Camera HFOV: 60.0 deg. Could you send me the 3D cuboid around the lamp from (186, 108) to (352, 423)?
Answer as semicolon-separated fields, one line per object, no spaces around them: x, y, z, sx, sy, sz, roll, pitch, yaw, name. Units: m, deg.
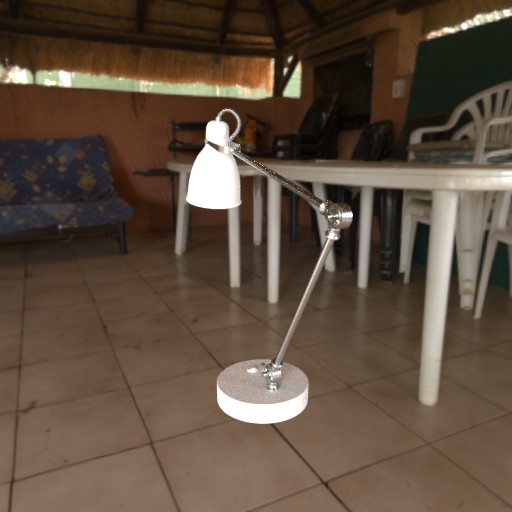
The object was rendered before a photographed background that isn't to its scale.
0.000;0.000;0.877;0.187;0.587;0.561;-7;15;-26;lamp
